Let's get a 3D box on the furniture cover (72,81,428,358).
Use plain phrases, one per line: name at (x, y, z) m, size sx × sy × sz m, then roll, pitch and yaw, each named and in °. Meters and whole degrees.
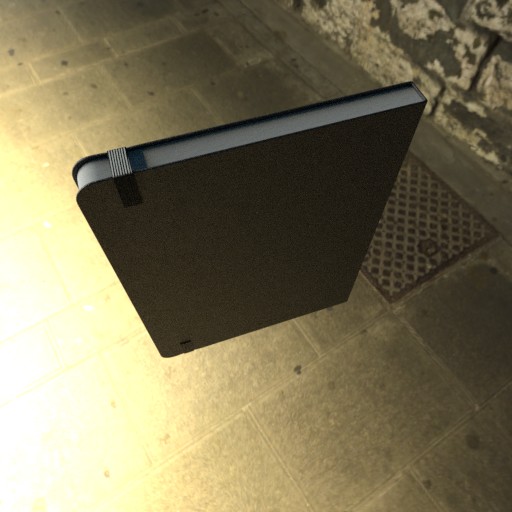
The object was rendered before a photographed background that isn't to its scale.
furniture cover at (0.000, 0.000, 0.377) m, size 0.216 × 0.281 × 0.023 m, roll -16°, pitch 60°, yaw -10°
